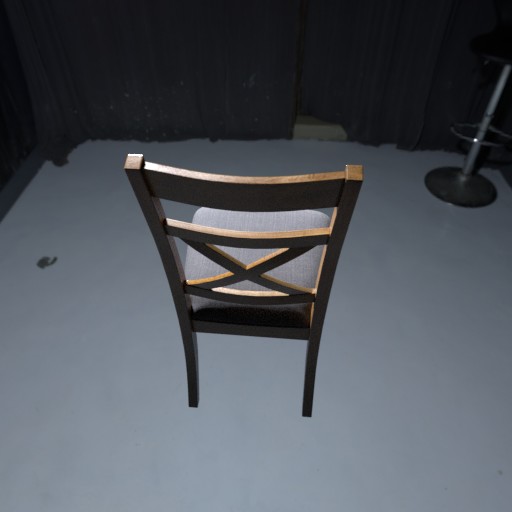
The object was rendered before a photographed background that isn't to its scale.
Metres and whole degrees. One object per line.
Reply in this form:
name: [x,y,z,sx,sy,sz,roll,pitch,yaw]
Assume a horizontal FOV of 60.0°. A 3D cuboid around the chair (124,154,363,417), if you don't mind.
chair: [0.000,0.000,1.273,0.470,0.949,0.581,4,45,4]
